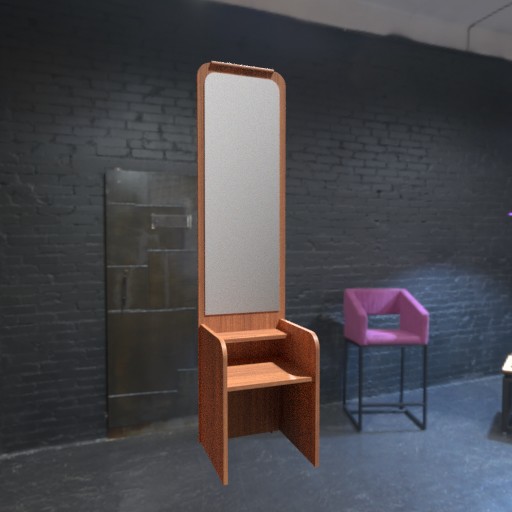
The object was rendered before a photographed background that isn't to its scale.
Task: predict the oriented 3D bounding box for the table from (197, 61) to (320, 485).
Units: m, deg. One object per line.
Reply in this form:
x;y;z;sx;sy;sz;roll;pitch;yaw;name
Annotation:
0.000;0.000;2.009;0.450;1.830;0.420;-1;2;-20;table
